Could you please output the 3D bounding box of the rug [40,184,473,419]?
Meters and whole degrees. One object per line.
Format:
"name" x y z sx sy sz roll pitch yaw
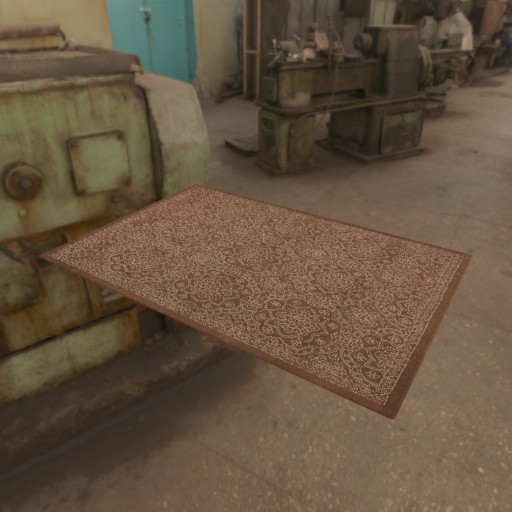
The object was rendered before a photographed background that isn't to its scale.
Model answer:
"rug" 0.000 0.000 2.241 1.829 0.010 1.219 18 35 29
